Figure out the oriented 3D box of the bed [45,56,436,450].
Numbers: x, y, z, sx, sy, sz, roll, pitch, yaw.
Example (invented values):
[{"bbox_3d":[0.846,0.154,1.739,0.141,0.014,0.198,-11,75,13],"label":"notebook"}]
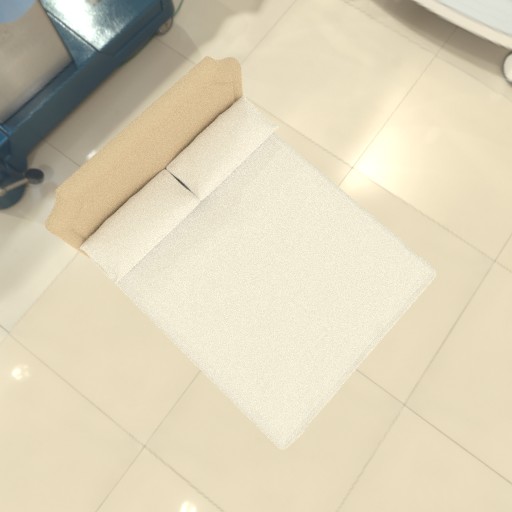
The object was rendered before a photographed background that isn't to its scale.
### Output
[{"bbox_3d":[0.000,0.000,3.830,2.548,1.524,2.134,43,80,9],"label":"bed"}]
